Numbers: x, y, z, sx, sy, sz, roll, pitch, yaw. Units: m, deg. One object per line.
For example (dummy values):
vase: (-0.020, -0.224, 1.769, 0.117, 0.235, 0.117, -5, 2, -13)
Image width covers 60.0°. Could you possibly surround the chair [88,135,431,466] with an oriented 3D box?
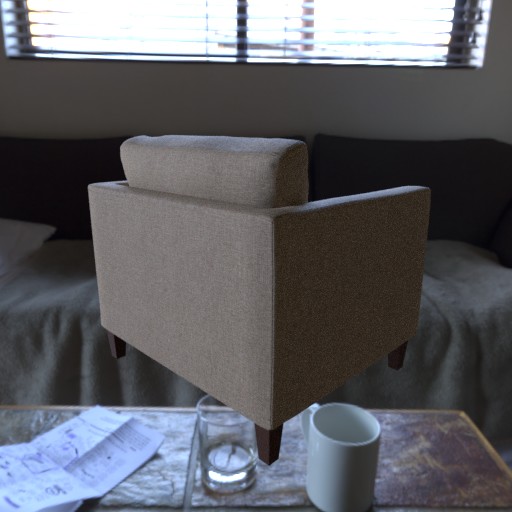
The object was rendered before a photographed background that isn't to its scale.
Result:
chair: (0.000, 0.000, 1.876, 0.959, 0.987, 1.107, -15, 21, -43)
